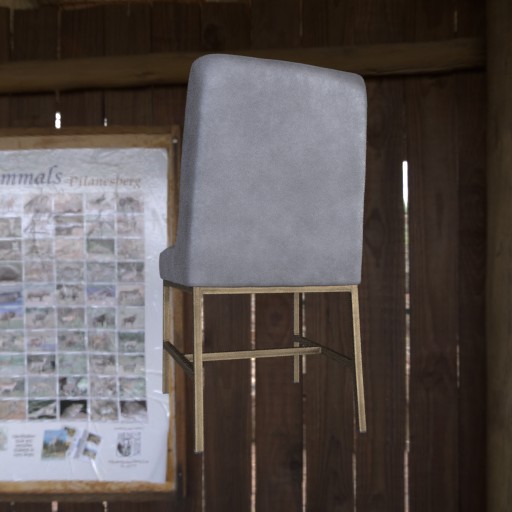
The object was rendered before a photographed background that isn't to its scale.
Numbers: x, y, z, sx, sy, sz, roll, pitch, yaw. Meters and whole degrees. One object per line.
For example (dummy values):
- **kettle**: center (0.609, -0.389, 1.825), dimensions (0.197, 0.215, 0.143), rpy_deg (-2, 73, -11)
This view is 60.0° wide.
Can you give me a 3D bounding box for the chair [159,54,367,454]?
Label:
- **chair**: center (0.000, 0.000, 1.283), dimensions (0.508, 0.889, 0.587), rpy_deg (0, -1, -17)
